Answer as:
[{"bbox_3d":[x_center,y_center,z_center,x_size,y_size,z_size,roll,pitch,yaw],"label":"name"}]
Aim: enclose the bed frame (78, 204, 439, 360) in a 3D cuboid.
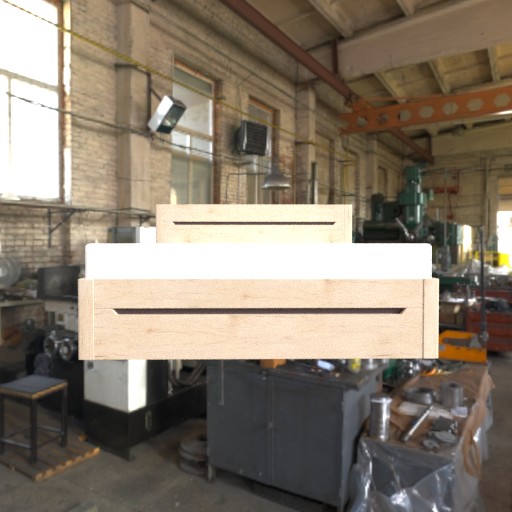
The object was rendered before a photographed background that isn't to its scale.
[{"bbox_3d":[0.000,0.000,3.053,1.800,0.900,2.080,0,1,-1],"label":"bed frame"}]
